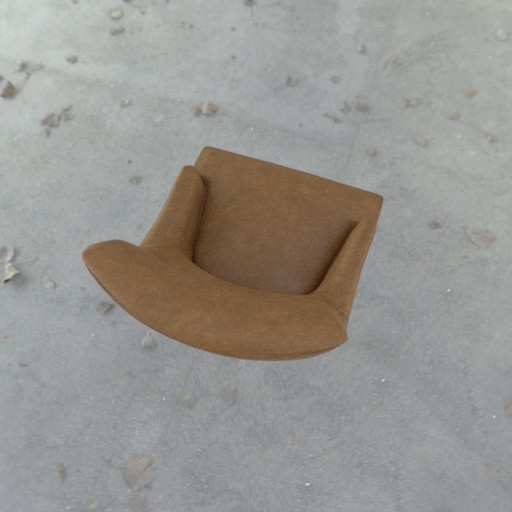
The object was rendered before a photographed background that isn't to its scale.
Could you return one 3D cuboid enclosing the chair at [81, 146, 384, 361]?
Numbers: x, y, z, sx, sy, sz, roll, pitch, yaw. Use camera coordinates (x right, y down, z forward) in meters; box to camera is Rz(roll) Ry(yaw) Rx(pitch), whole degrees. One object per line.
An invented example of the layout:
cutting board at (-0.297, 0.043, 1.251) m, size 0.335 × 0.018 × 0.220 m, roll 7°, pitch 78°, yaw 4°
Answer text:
chair at (0.000, 0.000, 1.492) m, size 0.729 × 0.869 × 0.874 m, roll 18°, pitch 65°, yaw 9°
